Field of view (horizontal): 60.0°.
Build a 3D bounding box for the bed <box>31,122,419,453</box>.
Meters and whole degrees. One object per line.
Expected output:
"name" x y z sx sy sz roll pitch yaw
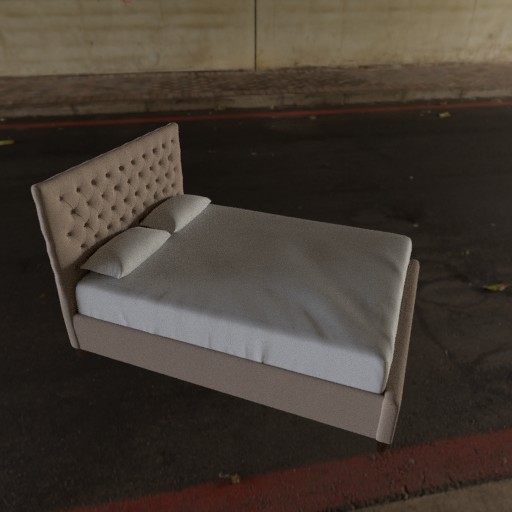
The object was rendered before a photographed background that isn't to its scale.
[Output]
"bed" 0.000 0.000 3.379 2.387 1.427 1.698 11 32 18
